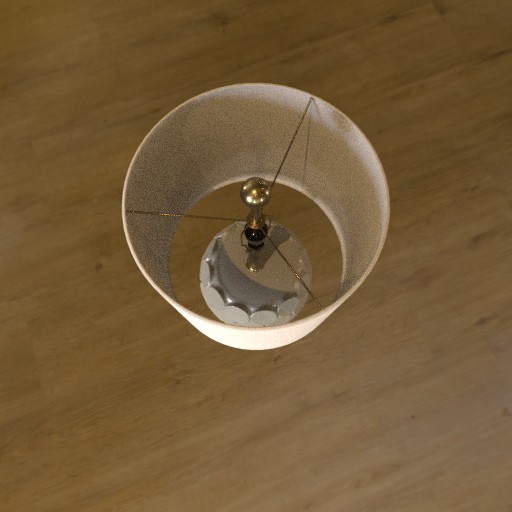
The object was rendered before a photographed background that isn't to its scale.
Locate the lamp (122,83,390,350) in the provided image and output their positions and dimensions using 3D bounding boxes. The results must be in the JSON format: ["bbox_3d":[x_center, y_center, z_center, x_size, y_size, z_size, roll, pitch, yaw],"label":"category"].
[{"bbox_3d":[0.000,0.000,0.616,0.254,0.452,0.254,0,74,0],"label":"lamp"}]
